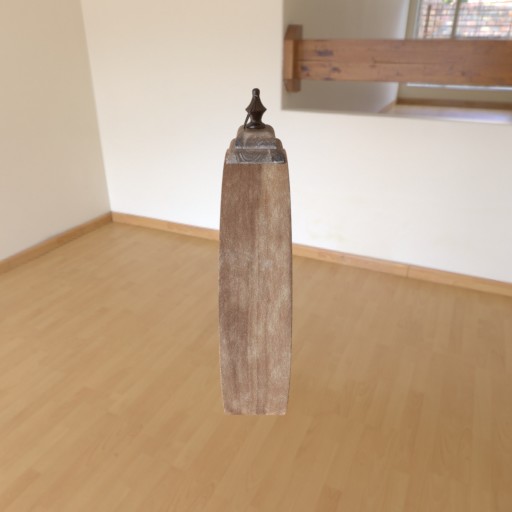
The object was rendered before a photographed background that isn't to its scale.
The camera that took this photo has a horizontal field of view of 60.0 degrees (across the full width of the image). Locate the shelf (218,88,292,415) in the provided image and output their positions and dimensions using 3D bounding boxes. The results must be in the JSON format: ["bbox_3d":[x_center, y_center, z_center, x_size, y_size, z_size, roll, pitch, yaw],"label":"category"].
[{"bbox_3d":[0.000,0.000,1.019,0.125,0.725,0.601,0,26,0],"label":"shelf"}]
